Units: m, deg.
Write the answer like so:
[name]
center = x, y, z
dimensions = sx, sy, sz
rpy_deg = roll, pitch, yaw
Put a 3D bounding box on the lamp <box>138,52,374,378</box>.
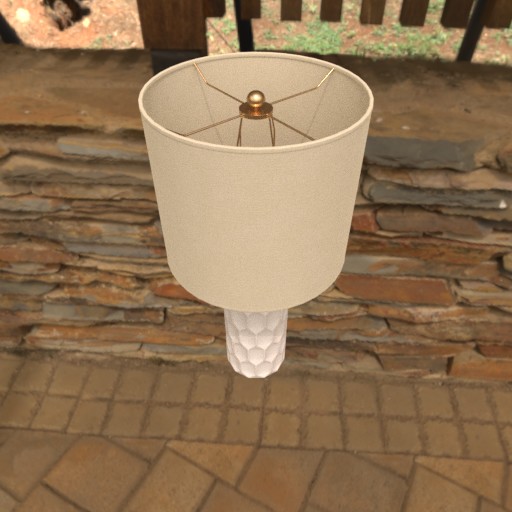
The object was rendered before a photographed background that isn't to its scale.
[lamp]
center = 0.000, 0.000, 0.712
dimensions = 0.277, 0.537, 0.277
rpy_deg = -1, 43, -1
